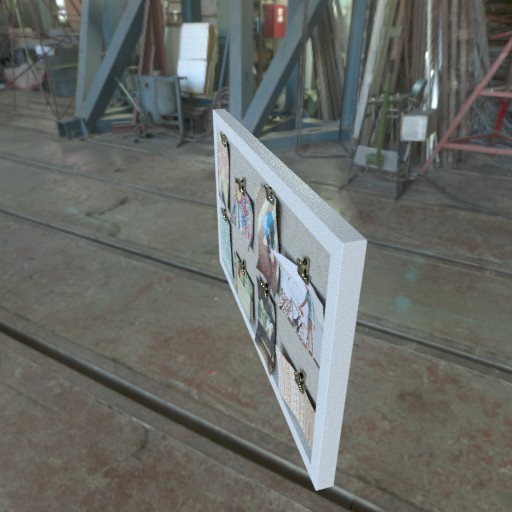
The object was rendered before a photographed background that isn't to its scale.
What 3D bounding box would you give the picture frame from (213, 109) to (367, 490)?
[{"bbox_3d":[0.000,0.000,0.780,0.044,0.379,0.647,-8,30,-14],"label":"picture frame"}]
